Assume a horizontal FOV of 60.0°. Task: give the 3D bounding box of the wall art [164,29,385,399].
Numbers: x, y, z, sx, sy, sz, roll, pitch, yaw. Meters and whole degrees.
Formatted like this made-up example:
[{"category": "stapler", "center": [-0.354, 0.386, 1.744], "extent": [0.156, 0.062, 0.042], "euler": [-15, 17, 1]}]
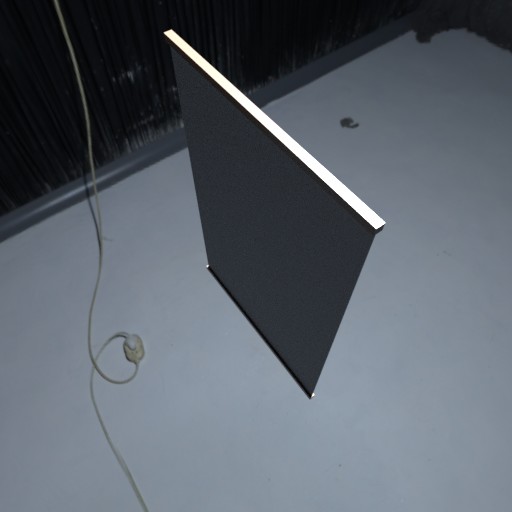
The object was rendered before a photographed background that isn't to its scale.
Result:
[{"category": "wall art", "center": [0.000, 0.000, 1.895], "extent": [0.030, 1.519, 0.990], "euler": [-32, 63, -18]}]
